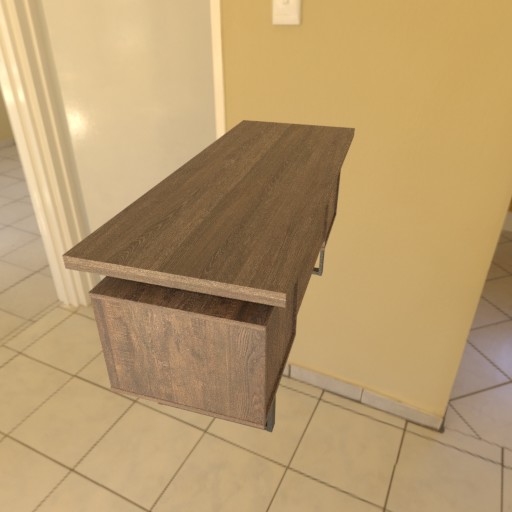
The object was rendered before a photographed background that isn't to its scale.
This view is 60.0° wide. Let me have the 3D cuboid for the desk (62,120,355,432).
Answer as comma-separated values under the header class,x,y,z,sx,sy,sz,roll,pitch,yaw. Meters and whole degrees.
class,x,y,z,sx,sy,sz,roll,pitch,yaw
desk,0.000,0.000,1.903,0.600,0.760,1.524,9,31,14
